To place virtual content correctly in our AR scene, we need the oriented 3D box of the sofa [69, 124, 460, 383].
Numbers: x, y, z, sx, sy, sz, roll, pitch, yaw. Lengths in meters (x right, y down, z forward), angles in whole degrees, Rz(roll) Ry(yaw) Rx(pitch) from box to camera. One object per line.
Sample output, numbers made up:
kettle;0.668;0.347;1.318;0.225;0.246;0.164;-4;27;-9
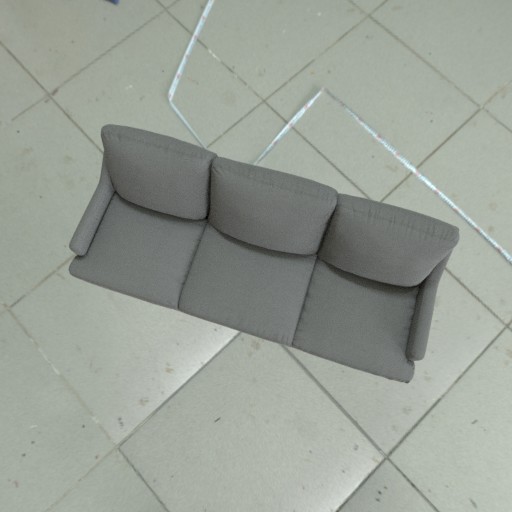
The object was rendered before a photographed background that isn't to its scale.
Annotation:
sofa;0.000;0.000;2.909;2.344;0.926;0.987;17;75;5
